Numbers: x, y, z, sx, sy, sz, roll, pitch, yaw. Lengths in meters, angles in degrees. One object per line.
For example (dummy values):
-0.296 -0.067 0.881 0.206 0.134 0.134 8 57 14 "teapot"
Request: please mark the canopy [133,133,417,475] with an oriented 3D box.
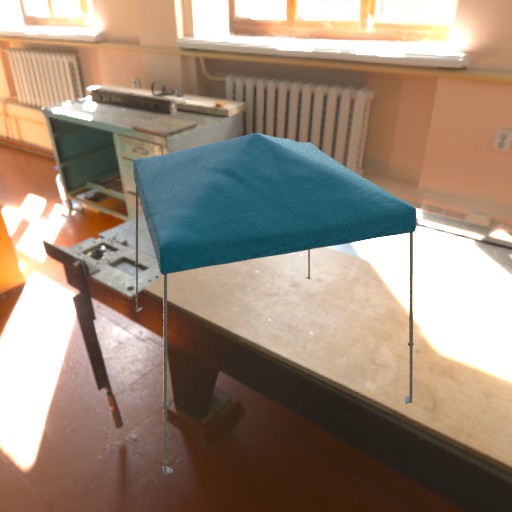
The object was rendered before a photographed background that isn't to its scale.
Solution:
0.000 0.000 5.171 2.848 2.849 2.849 -9 31 -16 "canopy"
